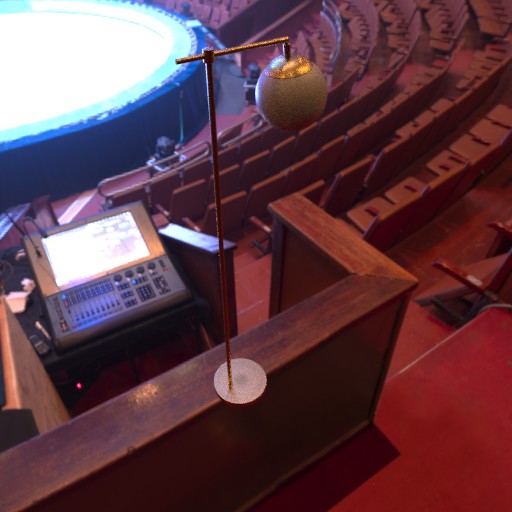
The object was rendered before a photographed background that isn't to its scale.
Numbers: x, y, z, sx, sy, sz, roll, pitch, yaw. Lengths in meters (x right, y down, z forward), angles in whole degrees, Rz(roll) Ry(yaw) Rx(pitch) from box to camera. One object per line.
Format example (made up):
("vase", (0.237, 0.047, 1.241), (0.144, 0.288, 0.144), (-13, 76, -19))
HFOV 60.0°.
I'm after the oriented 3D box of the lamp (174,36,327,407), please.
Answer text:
("lamp", (0.000, 0.000, 1.658), (0.476, 1.505, 0.249), (-24, 46, -26))
